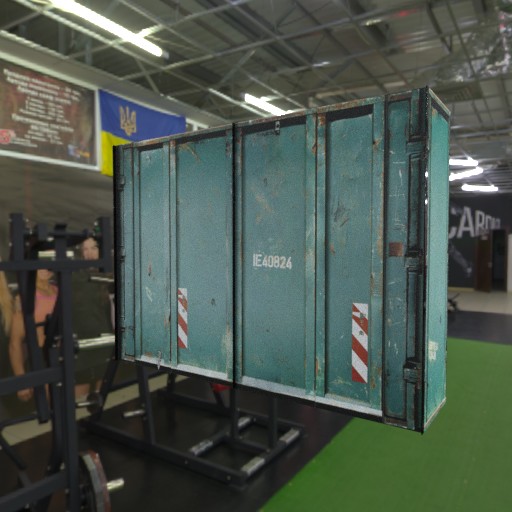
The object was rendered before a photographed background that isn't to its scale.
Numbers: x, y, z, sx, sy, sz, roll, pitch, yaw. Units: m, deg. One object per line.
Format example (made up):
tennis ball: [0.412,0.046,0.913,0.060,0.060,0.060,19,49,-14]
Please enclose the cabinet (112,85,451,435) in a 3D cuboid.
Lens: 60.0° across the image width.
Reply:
cabinet: [0.000,0.000,3.866,3.001,2.160,0.680,1,3,35]
